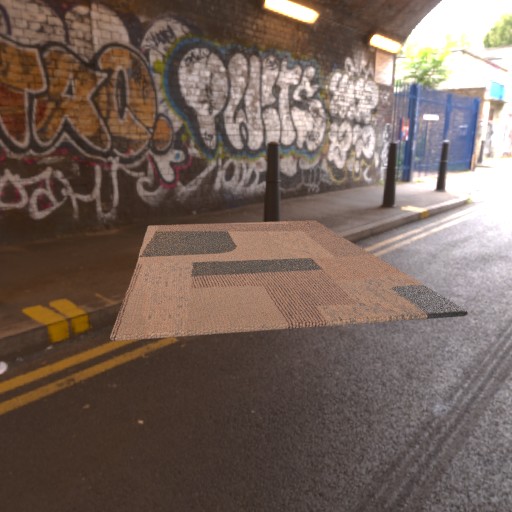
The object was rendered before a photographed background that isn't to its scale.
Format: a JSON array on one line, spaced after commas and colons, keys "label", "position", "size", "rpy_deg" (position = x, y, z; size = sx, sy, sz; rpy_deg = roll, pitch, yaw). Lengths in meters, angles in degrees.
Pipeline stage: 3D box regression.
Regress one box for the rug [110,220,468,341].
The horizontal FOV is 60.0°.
[{"label": "rug", "position": [0.000, 0.000, 2.360], "size": [1.238, 0.020, 1.847], "rpy_deg": [-2, 15, -9]}]
